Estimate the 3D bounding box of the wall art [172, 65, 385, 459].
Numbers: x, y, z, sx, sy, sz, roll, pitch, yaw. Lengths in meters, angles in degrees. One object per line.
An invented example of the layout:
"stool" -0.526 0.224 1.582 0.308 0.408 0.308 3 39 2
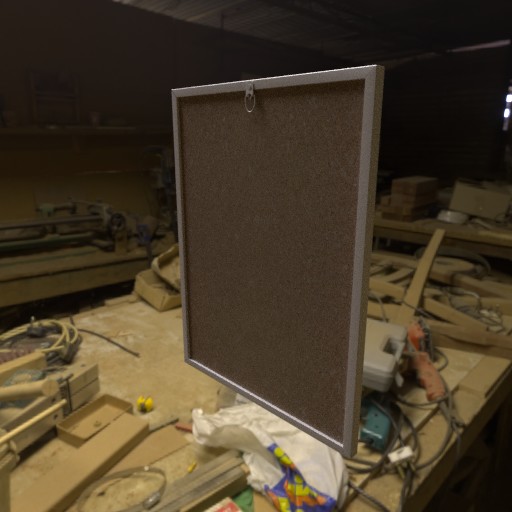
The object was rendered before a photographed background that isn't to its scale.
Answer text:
"wall art" 0.000 0.000 1.426 0.042 1.056 0.805 -15 21 -43
